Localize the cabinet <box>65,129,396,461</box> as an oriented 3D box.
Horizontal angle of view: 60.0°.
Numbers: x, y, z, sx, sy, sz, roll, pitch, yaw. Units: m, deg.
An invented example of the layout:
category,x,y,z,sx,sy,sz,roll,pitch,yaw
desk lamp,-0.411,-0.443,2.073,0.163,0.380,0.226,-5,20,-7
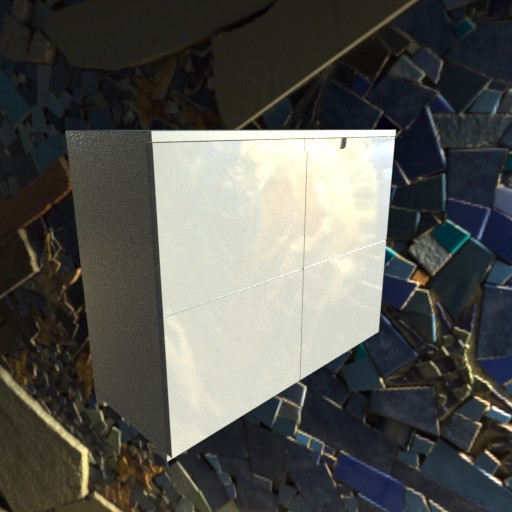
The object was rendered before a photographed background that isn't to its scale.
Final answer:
category,x,y,z,sx,sy,sz,roll,pitch,yaw
cabinet,0.000,0.000,1.464,0.400,0.800,1.000,15,22,42
